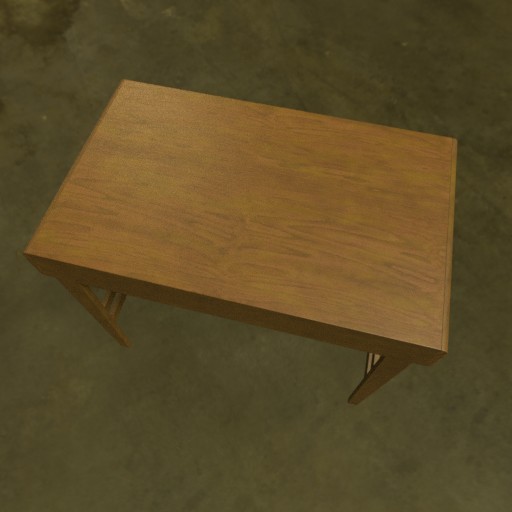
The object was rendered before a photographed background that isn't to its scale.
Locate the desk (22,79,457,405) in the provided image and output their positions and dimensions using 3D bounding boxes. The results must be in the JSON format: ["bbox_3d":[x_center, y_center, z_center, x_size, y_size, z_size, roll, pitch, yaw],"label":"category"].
[{"bbox_3d":[0.000,0.000,1.543,1.066,0.754,0.660,12,62,7],"label":"desk"}]
